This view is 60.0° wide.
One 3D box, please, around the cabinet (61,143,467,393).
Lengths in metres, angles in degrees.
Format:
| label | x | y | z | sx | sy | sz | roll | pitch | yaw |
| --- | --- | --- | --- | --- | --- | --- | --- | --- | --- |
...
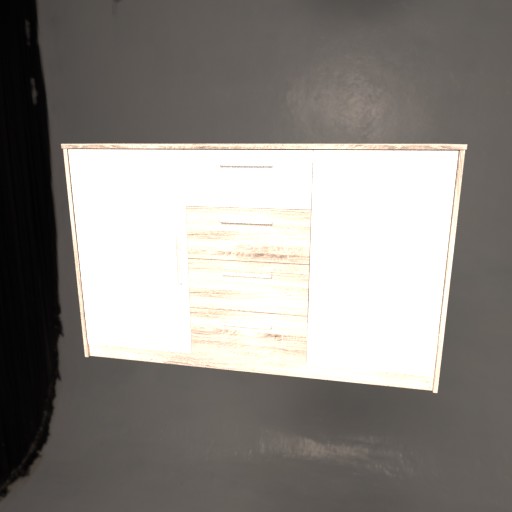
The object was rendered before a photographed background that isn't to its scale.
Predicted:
| label | x | y | z | sx | sy | sz | roll | pitch | yaw |
| --- | --- | --- | --- | --- | --- | --- | --- | --- | --- |
| cabinet | 0.000 | 0.000 | 1.836 | 1.450 | 0.900 | 0.380 | 3 | 15 | 11 |
